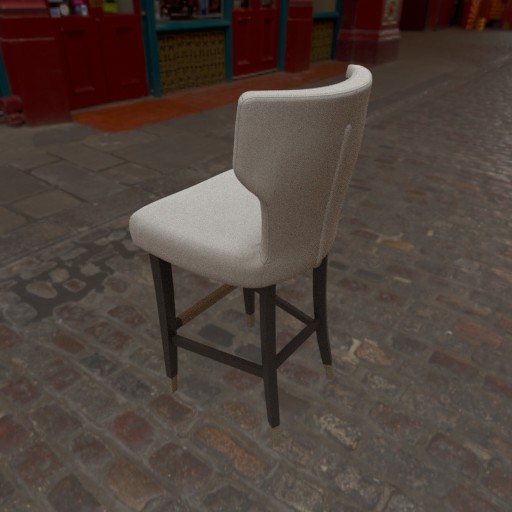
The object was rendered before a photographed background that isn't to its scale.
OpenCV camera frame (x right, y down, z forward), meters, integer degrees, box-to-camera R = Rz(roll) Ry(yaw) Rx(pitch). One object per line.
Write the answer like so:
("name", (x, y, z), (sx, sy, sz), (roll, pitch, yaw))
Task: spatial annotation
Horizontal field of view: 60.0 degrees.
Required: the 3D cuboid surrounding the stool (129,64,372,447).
("stool", (0.000, 0.000, 1.393), (0.563, 1.092, 0.526), (22, 37, 32))
